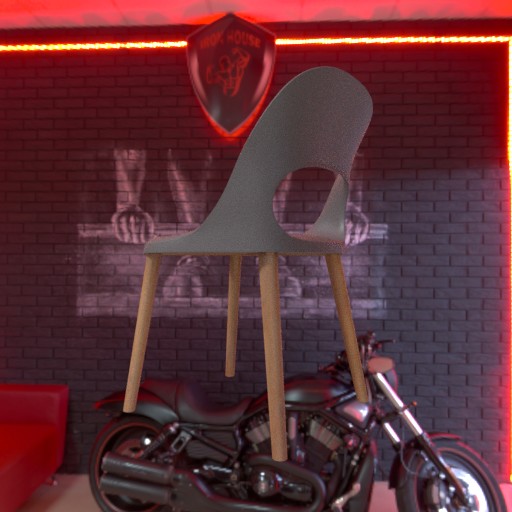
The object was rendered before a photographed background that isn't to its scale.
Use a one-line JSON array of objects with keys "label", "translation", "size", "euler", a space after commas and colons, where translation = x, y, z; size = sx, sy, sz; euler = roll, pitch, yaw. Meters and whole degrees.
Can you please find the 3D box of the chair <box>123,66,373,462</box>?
[{"label": "chair", "translation": [0.000, 0.000, 1.155], "size": [0.556, 0.795, 0.470], "euler": [0, 0, 35]}]
